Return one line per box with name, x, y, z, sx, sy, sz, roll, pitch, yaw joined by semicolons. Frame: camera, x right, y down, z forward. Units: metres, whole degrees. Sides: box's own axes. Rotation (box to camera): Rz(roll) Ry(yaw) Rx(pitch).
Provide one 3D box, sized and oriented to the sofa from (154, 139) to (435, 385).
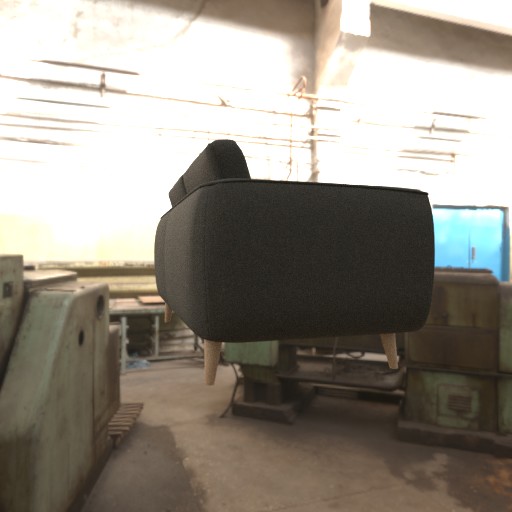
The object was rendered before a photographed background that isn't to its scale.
sofa;0.000;0.000;2.256;0.920;0.850;1.700;0;1;-17
